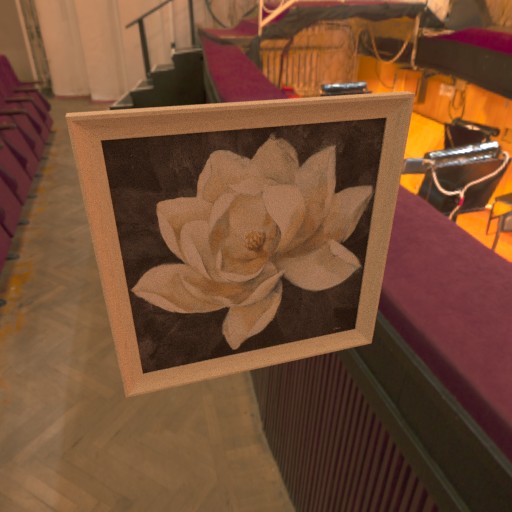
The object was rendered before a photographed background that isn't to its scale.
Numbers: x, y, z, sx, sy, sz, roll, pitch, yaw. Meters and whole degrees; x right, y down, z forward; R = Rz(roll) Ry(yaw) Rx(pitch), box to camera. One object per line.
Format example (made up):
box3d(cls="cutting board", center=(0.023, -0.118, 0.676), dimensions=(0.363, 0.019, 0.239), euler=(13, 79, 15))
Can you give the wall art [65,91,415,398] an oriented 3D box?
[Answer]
box3d(cls="wall art", center=(0.000, 0.000, 1.520), dimensions=(1.016, 1.016, 0.045), euler=(-9, 32, -14))
